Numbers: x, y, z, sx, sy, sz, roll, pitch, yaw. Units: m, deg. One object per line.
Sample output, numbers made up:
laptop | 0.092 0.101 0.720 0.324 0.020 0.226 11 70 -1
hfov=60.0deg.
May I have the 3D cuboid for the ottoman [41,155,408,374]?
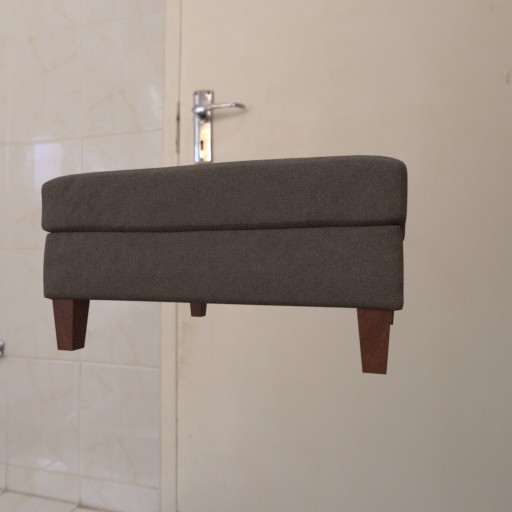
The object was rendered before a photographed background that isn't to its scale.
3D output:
ottoman | 0.000 0.000 1.369 0.881 0.482 0.861 0 -1 18
